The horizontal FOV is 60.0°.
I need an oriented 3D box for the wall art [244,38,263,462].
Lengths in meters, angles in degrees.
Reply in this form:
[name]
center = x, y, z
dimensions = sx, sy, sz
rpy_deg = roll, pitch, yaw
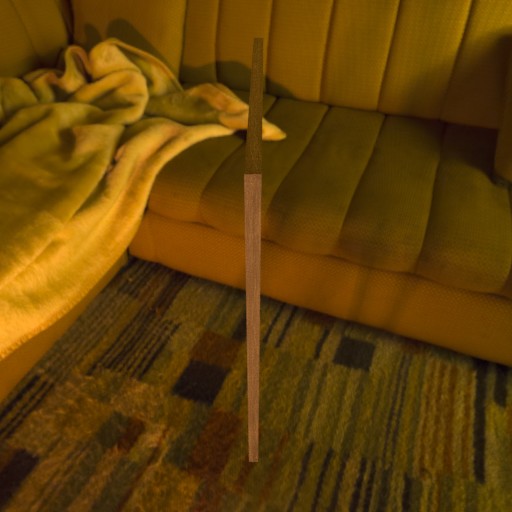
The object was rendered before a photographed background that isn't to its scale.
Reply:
[wall art]
center = 0.000, 0.000, 1.343
dimensions = 0.035, 1.022, 0.781
rpy_deg = 0, 41, 0
